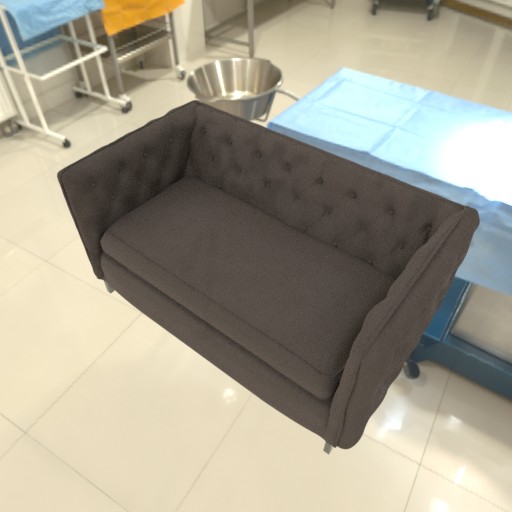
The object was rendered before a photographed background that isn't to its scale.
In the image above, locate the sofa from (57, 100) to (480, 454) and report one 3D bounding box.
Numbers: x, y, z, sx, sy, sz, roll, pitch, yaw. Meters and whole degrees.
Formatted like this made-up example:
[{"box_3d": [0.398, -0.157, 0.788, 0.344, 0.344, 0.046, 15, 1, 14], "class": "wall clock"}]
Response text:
[{"box_3d": [0.000, 0.000, 2.078, 1.583, 0.810, 0.909, 29, 52, 26], "class": "sofa"}]
